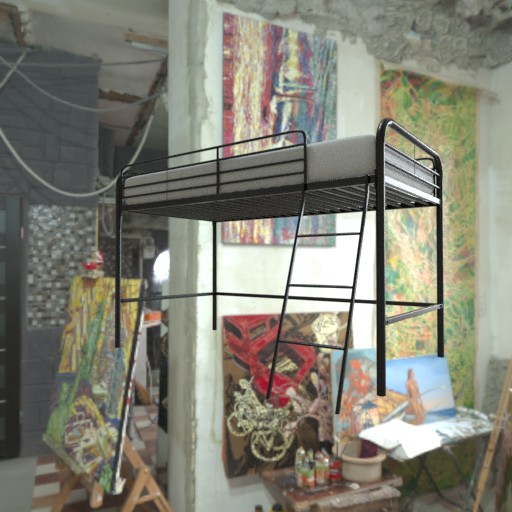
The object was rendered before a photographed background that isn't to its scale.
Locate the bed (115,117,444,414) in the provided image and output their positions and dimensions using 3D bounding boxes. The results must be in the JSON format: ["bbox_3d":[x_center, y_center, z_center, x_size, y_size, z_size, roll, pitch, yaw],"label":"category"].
[{"bbox_3d":[0.000,0.000,2.862,1.968,1.289,1.393,-1,-1,37],"label":"bed"}]
